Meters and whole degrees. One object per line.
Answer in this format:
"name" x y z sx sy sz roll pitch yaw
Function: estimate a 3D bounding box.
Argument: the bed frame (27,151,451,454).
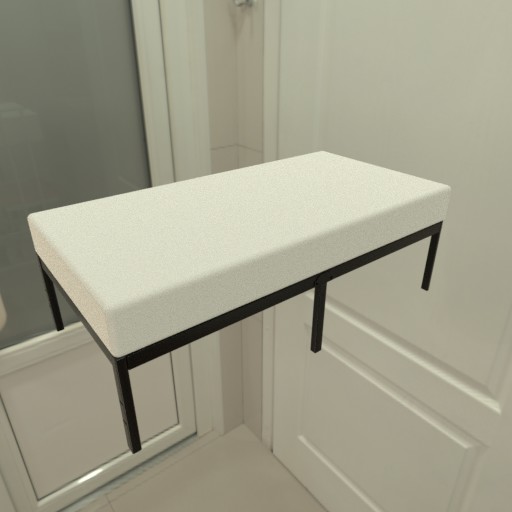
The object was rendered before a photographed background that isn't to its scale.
"bed frame" 0.000 0.000 2.396 1.950 0.659 1.023 -20 33 -33
